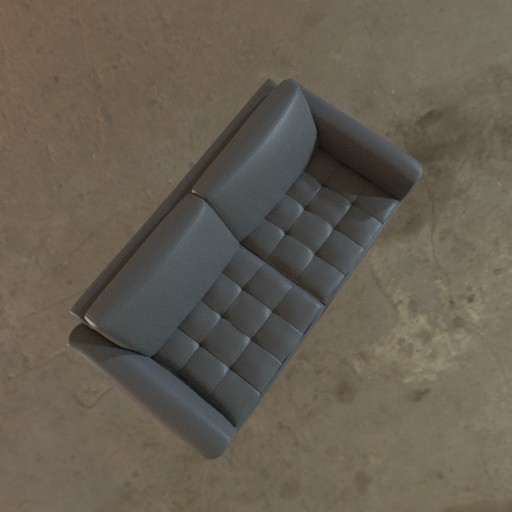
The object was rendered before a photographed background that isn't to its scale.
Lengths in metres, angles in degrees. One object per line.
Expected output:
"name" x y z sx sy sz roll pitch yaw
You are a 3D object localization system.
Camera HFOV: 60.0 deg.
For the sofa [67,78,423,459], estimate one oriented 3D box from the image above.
"sofa" 0.000 0.000 2.746 1.121 0.930 2.177 36 78 9
